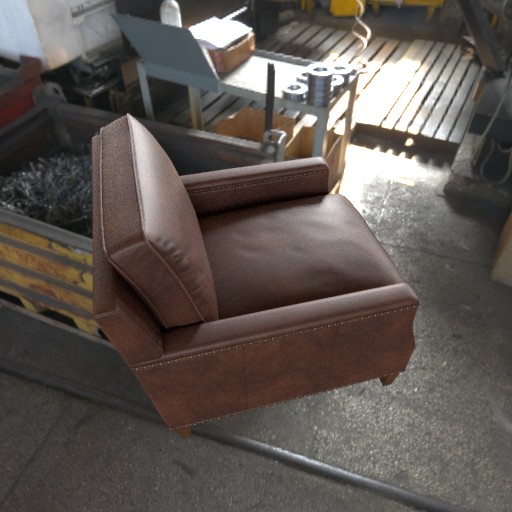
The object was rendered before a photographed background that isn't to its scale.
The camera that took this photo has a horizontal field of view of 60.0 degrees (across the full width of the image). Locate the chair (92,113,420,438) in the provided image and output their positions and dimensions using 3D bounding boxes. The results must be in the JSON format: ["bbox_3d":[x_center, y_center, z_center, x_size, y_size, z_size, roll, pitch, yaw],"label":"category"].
[{"bbox_3d":[0.000,0.000,1.648,1.014,0.929,0.853,-11,46,-10],"label":"chair"}]
